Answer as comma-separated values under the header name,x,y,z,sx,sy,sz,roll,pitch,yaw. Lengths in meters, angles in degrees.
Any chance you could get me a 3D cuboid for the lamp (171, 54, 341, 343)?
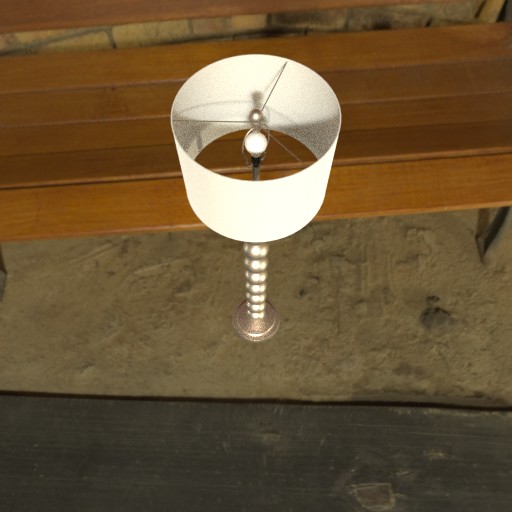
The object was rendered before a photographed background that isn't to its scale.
name,x,y,z,sx,sy,sz,roll,pitch,yaw
lamp,0.000,0.000,1.671,0.394,1.474,0.394,-33,68,-15
